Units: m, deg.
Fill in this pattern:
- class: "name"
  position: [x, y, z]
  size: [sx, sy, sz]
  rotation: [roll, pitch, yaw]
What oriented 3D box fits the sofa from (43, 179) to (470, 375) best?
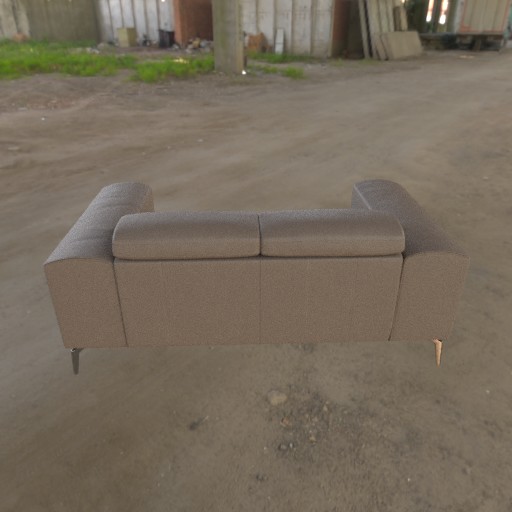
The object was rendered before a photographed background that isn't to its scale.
- class: "sofa"
  position: [0.000, 0.000, 2.462]
  size: [1.895, 0.779, 1.003]
  rotation: [-1, 29, -2]
